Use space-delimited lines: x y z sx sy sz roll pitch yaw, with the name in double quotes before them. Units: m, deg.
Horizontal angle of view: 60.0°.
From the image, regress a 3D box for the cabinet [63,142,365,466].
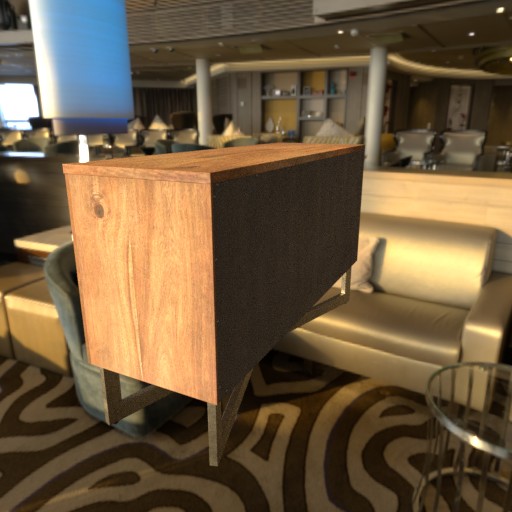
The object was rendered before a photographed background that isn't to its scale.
"cabinet" 0.000 0.000 1.763 0.480 0.812 1.373 8 19 26
